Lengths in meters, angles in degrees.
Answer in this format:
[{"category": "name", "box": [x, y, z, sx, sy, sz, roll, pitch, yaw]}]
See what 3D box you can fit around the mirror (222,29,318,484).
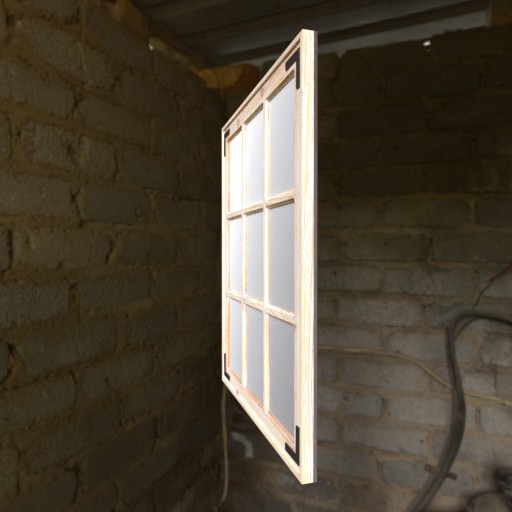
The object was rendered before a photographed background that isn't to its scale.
[{"category": "mirror", "box": [0.000, 0.000, 1.213, 0.032, 0.882, 0.730, 0, 1, -17]}]
